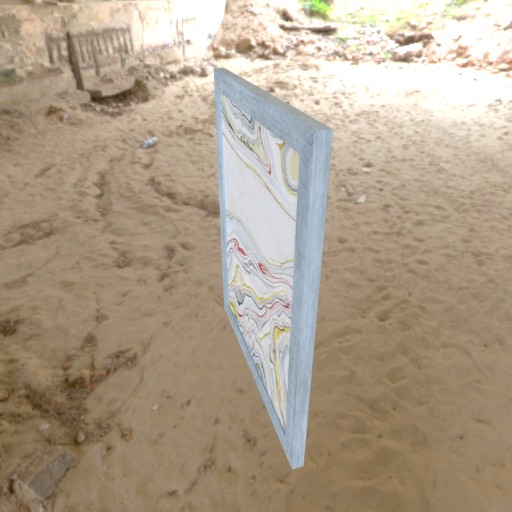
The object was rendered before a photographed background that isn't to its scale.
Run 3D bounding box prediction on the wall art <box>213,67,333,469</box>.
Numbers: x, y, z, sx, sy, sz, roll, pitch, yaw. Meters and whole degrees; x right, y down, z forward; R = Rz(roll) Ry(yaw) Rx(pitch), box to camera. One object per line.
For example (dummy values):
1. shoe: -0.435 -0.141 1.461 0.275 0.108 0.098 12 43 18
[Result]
1. wall art: 0.000 0.000 0.816 0.022 0.582 0.479 -9 32 -15
